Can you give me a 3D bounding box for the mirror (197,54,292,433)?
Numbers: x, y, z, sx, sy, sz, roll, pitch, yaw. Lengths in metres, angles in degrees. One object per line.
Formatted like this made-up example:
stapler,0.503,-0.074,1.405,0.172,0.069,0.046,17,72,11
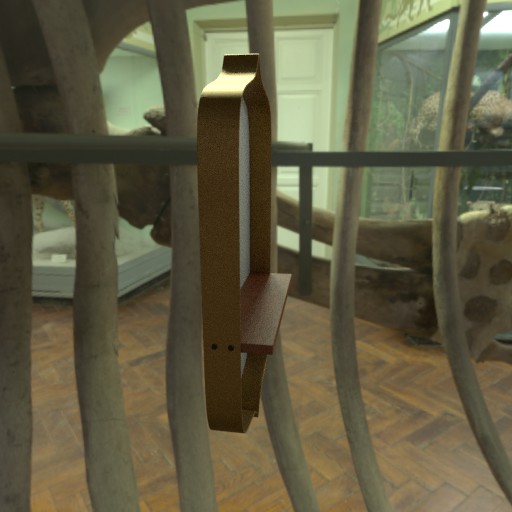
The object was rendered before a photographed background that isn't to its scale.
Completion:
mirror,0.000,0.000,0.730,0.096,0.613,0.323,2,16,9
